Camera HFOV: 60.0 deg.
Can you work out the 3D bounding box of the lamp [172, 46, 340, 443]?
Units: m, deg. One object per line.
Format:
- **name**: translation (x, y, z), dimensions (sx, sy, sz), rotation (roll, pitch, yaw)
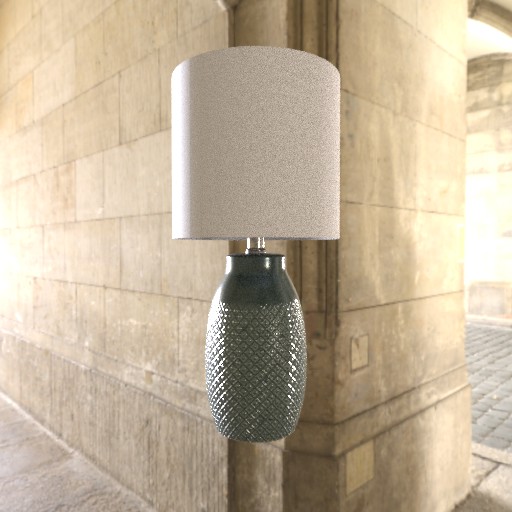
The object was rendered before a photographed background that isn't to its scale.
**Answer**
- **lamp**: translation (0.000, 0.000, 0.585), dimensions (0.217, 0.453, 0.217), rotation (0, 1, -1)
